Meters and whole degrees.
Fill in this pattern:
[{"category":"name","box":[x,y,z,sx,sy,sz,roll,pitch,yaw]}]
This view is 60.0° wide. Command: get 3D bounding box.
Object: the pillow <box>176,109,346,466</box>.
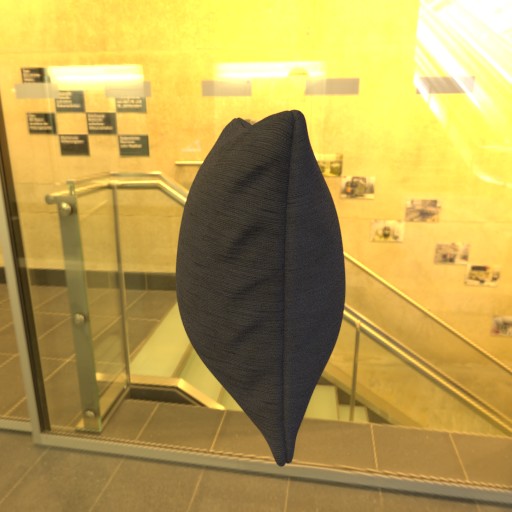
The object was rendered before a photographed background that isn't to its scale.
[{"category":"pillow","box":[0.000,0.000,0.679,0.246,0.414,0.432,-3,16,-10]}]
